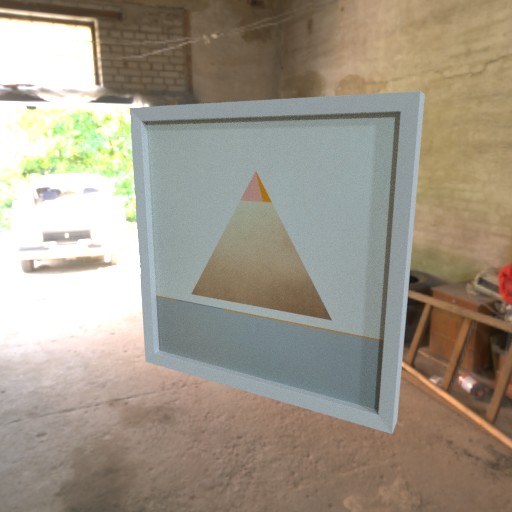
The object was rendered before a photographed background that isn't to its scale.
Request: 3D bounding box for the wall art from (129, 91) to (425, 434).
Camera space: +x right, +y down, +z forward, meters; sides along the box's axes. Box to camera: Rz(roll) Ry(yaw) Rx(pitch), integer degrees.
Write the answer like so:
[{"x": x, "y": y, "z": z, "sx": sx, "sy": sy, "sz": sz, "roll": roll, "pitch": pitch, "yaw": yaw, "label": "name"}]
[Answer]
[{"x": 0.000, "y": 0.000, "z": 1.957, "sx": 1.289, "sy": 1.291, "sz": 0.098, "roll": 7, "pitch": 15, "yaw": 28, "label": "wall art"}]
